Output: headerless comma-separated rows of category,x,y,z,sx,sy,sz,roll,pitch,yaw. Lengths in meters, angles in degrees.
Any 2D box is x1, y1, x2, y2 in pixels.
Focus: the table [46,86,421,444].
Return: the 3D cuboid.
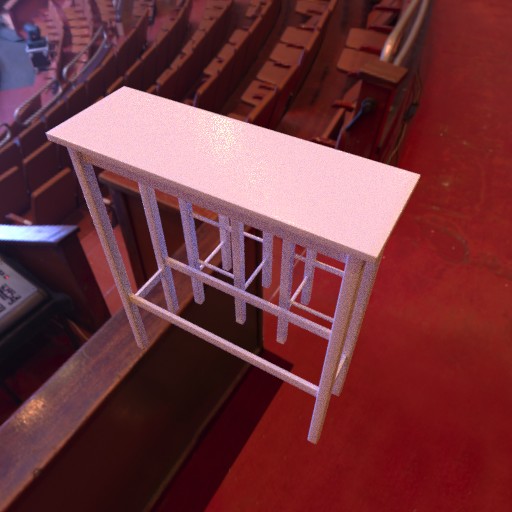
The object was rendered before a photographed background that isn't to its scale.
table,0.000,0.000,1.599,0.915,1.065,0.650,23,51,20
